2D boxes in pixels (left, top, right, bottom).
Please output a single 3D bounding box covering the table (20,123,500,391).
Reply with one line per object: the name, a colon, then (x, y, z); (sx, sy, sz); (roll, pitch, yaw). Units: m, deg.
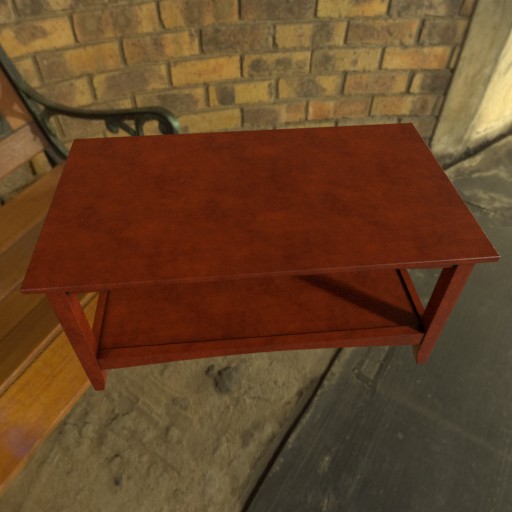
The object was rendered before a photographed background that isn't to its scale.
table: (0.000, 0.000, 1.210); (0.943, 0.456, 0.533); (-4, 46, -4)
